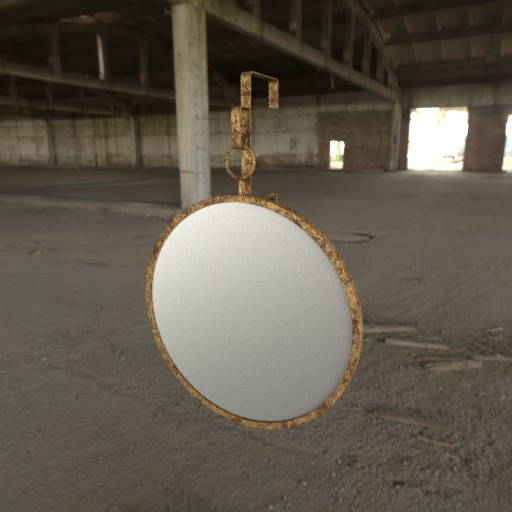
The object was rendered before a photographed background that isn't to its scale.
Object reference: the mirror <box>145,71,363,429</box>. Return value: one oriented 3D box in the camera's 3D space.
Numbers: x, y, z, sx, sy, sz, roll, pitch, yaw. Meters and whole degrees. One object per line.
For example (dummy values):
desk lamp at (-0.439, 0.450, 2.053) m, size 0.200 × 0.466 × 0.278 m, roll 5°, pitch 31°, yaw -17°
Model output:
mirror at (0.000, 0.000, 0.848) m, size 0.447 × 0.651 × 0.144 m, roll 7°, pitch 15°, yaw 27°
